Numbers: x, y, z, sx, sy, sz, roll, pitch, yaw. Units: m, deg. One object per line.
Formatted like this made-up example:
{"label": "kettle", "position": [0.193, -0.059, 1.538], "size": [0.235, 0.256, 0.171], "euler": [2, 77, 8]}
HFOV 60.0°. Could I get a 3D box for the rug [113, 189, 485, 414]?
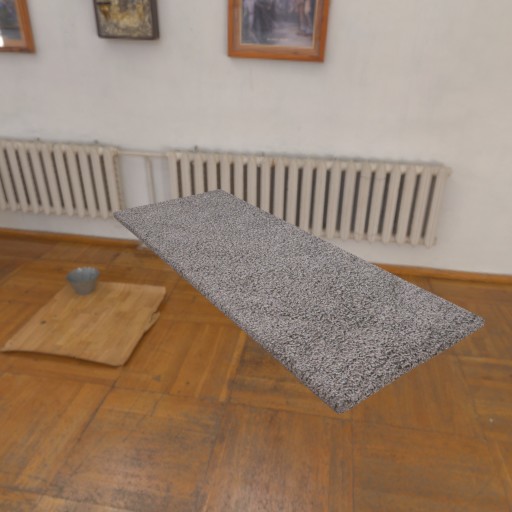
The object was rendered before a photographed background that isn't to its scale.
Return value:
{"label": "rug", "position": [0.000, 0.000, 1.723], "size": [0.609, 0.030, 1.524], "euler": [-18, 32, -31]}
